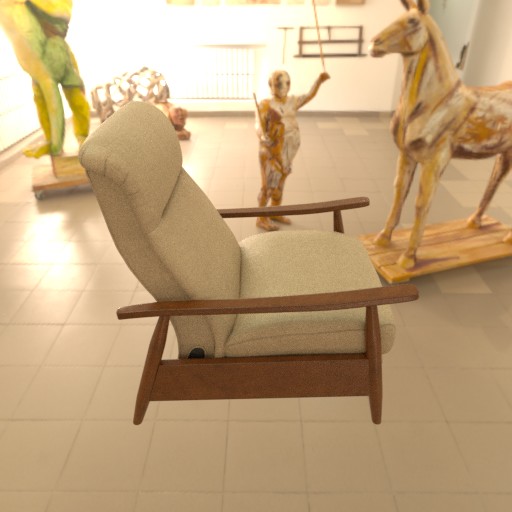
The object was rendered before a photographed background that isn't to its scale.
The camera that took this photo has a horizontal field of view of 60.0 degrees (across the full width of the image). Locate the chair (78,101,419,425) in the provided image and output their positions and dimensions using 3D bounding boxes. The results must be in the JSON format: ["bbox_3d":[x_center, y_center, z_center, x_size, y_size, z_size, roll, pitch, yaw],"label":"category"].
[{"bbox_3d":[0.000,0.000,1.751,1.030,1.082,0.762,0,31,0],"label":"chair"}]
